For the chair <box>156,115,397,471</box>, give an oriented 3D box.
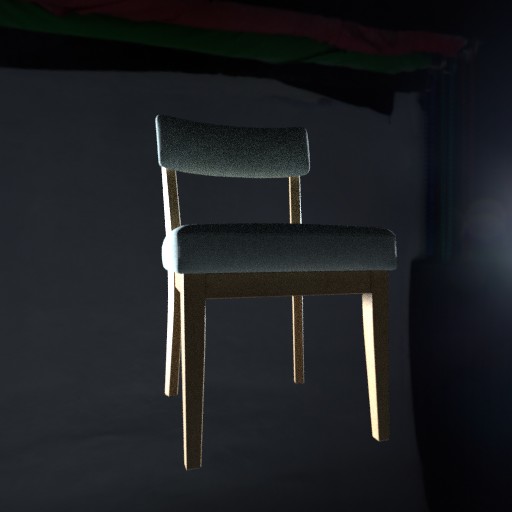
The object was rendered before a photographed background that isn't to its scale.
[{"bbox_3d":[0.000,0.000,1.181,0.508,0.832,0.572,0,1,-18],"label":"chair"}]
